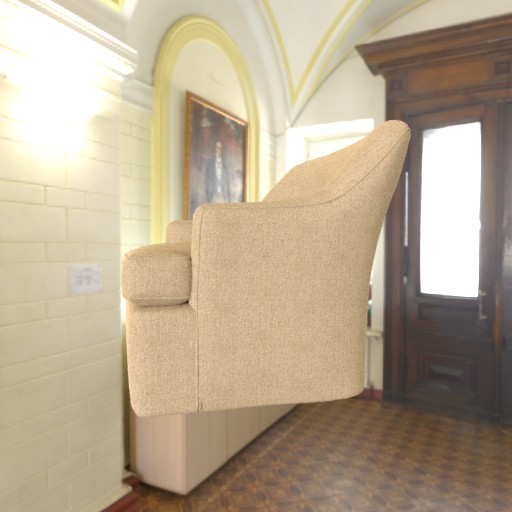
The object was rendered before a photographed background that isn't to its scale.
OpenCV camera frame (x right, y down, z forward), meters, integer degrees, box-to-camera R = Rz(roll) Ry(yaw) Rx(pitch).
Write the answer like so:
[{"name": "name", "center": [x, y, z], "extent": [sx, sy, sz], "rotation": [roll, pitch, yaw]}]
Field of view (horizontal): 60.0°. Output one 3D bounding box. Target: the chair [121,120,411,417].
[{"name": "chair", "center": [0.000, 0.000, 1.579], "extent": [0.923, 0.856, 0.864], "rotation": [0, 1, -17]}]
